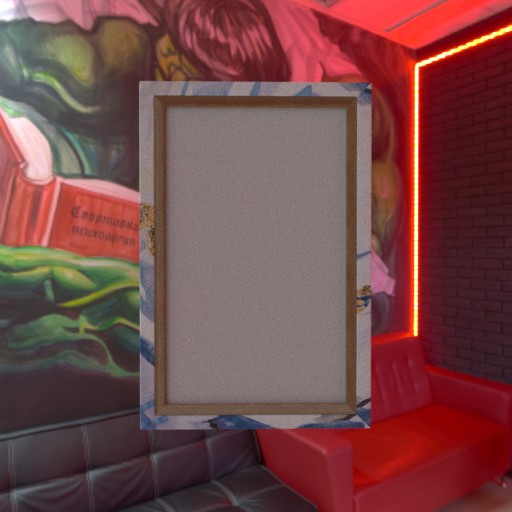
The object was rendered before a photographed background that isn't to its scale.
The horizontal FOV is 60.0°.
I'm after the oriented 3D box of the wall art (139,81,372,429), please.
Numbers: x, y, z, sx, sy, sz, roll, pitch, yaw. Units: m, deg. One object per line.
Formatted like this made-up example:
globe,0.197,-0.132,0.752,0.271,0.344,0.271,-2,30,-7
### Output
wall art,0.000,0.000,1.172,0.610,0.914,0.016,0,1,-1
